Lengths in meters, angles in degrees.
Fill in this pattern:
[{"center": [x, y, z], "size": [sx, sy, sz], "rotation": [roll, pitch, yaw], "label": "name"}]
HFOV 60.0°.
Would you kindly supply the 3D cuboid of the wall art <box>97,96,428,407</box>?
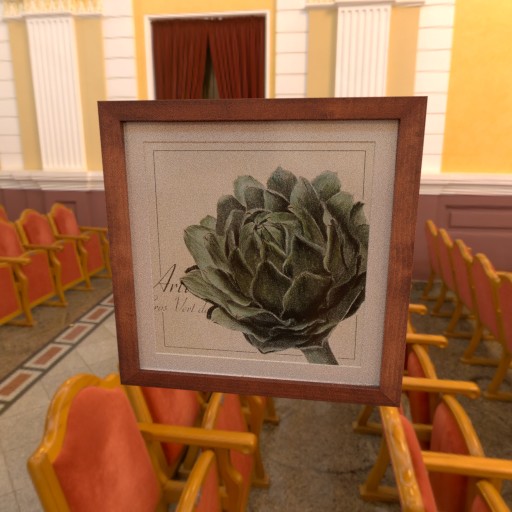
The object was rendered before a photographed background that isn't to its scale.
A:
[{"center": [0.000, 0.000, 0.578], "size": [0.386, 0.385, 0.038], "rotation": [2, 14, 8], "label": "wall art"}]
